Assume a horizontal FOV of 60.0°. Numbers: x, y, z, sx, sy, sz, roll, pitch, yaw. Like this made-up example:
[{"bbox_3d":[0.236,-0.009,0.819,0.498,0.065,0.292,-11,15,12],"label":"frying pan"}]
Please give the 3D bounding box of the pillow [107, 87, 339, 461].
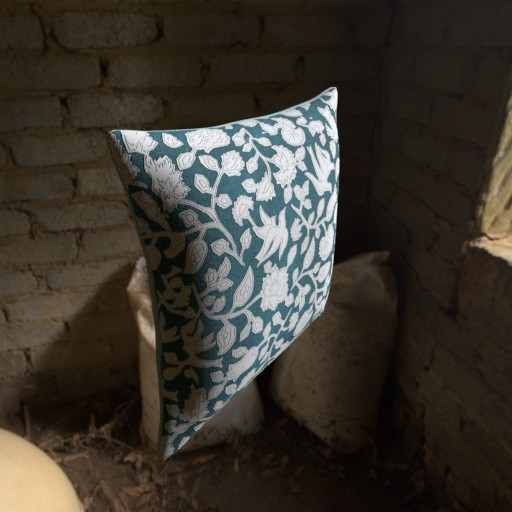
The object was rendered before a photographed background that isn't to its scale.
[{"bbox_3d":[0.000,0.000,0.771,0.166,0.508,0.525,18,32,32],"label":"pillow"}]
